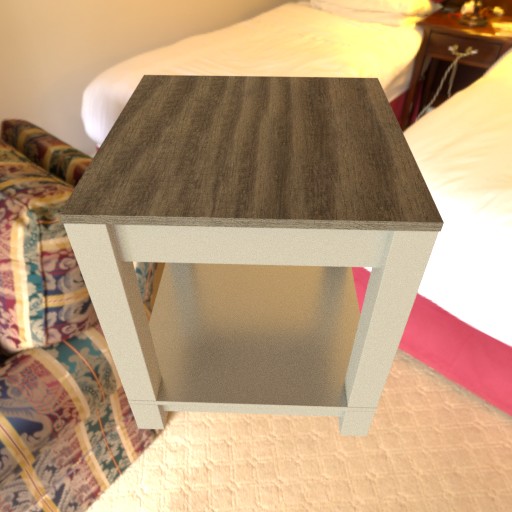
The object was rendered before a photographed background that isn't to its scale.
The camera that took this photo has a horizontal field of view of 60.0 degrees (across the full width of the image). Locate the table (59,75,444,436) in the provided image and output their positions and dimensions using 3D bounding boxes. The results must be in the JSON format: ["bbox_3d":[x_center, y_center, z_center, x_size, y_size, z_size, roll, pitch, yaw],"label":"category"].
[{"bbox_3d":[0.000,0.000,0.964,0.504,0.587,0.506,1,42,1],"label":"table"}]
